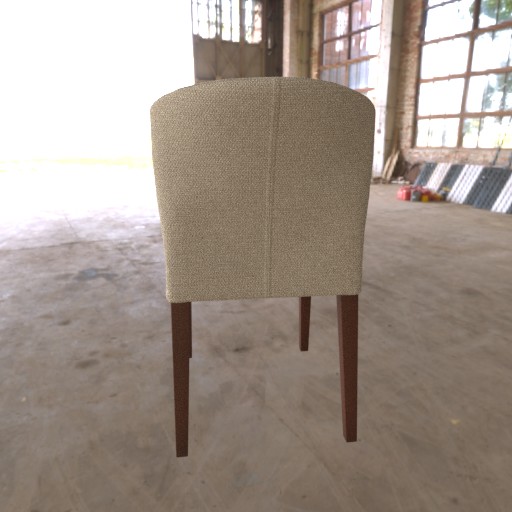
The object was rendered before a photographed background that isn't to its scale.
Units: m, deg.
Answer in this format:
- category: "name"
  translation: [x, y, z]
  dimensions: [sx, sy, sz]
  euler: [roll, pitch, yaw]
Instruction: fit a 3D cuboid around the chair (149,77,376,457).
- category: "chair"
  translation: [0.000, 0.000, 1.197]
  dimensions: [0.491, 0.839, 0.589]
  euler: [-2, 15, -7]
